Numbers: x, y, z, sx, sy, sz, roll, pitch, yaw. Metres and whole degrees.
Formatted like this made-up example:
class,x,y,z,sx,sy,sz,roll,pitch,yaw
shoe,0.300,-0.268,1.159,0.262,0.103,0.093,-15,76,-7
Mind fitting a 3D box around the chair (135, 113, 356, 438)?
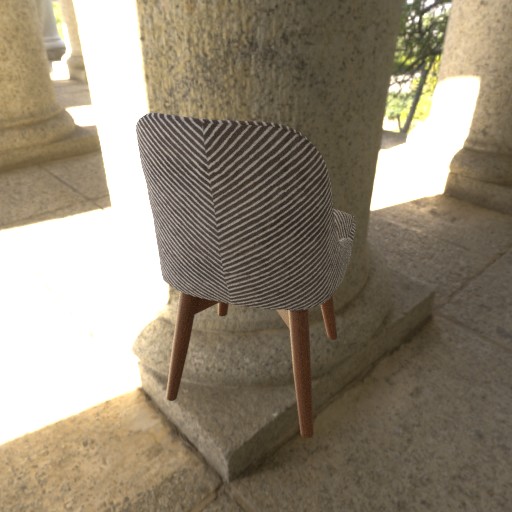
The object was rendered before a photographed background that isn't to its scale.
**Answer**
class,x,y,z,sx,sy,sz,roll,pitch,yaw
chair,0.000,0.000,1.227,0.504,0.883,0.591,10,33,15
